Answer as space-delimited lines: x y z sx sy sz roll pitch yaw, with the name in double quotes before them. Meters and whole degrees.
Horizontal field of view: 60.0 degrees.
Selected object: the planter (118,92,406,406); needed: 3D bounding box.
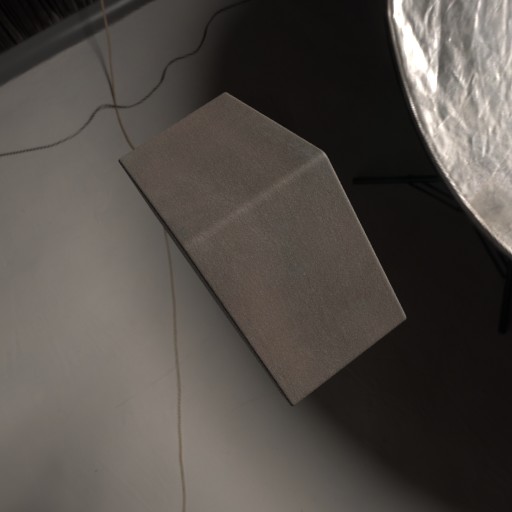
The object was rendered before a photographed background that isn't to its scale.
"planter" 0.000 0.000 0.293 0.077 0.206 0.169 -35 79 -8
